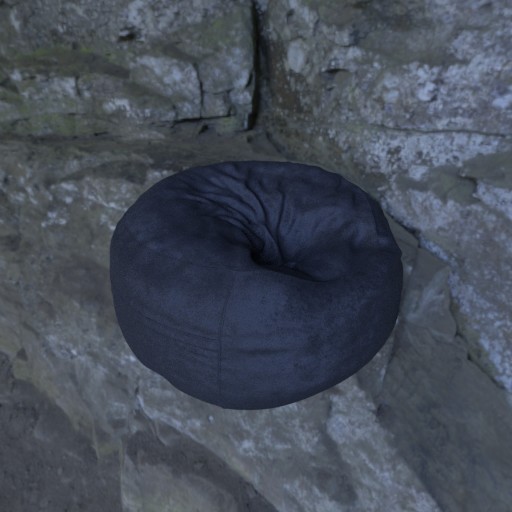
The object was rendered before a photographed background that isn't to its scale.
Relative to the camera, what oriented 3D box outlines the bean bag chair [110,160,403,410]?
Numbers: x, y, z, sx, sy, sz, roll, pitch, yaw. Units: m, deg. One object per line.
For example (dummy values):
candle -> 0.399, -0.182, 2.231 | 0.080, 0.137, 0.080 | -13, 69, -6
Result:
bean bag chair -> 0.000, 0.000, 2.384 | 1.525, 0.751, 1.525 | 0, 31, 0
